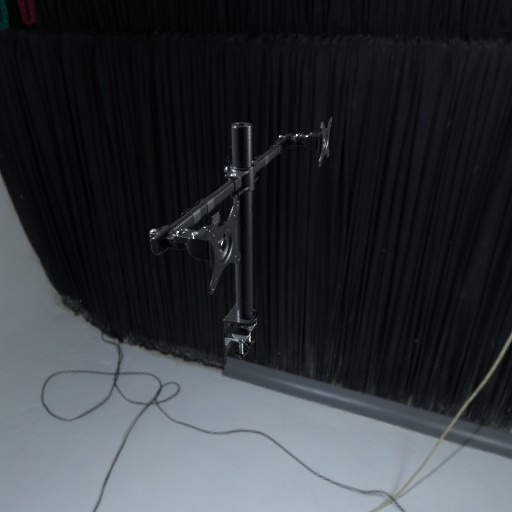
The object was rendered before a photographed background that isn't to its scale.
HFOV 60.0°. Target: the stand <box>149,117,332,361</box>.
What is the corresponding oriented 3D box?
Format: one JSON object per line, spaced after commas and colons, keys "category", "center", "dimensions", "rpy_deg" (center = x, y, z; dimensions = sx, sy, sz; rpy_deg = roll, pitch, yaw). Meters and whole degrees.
{"category": "stand", "center": [0.000, 0.000, 1.044], "dimensions": [0.150, 0.603, 0.743], "rpy_deg": [11, 31, 19]}
